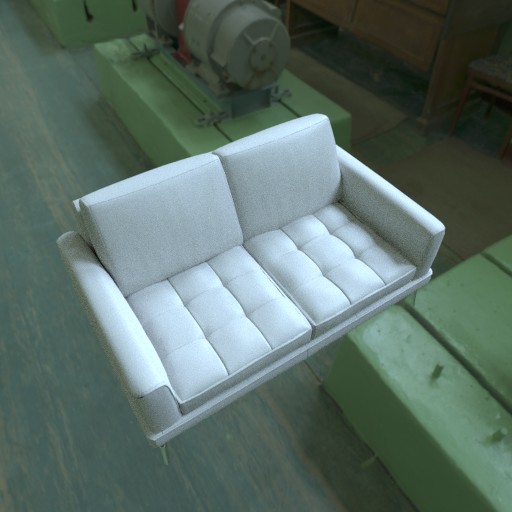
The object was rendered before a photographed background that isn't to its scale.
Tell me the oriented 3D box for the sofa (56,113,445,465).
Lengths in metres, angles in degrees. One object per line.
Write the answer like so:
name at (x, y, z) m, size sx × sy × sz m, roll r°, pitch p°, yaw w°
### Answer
sofa at (0.000, 0.000, 2.426) m, size 1.819 × 0.930 × 1.121 m, roll -26°, pitch 52°, yaw -22°
